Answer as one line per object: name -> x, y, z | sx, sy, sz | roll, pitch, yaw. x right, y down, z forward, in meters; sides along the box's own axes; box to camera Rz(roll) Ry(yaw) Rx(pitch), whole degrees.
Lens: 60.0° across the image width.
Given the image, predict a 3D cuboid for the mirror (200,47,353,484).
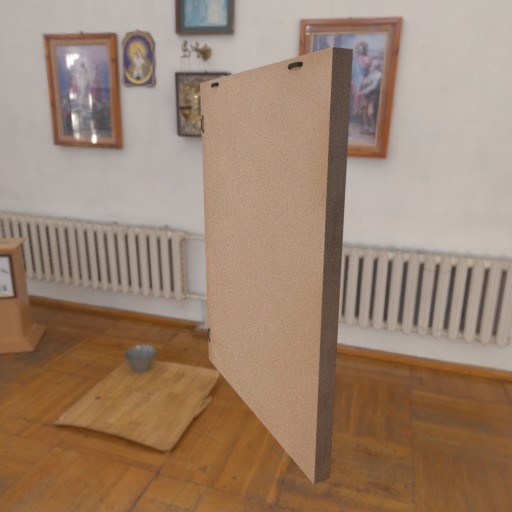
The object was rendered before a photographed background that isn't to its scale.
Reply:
mirror -> 0.000, 0.000, 0.912 | 0.040, 0.710, 0.507 | -8, 17, -26
